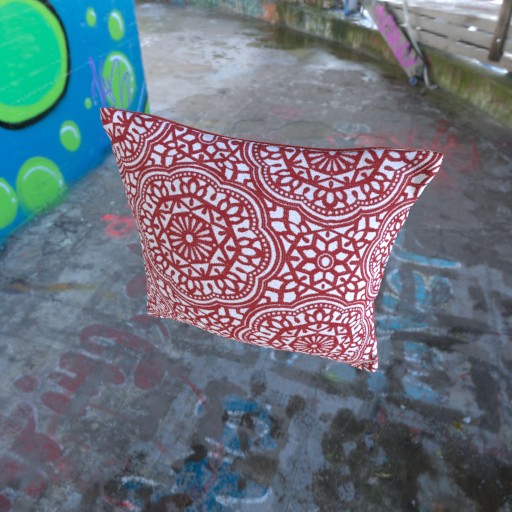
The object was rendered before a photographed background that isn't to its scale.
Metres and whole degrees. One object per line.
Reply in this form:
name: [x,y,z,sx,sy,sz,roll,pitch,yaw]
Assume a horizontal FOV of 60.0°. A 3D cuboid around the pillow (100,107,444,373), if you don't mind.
pillow: [0.000,0.000,0.678,0.438,0.419,0.162,12,42,13]
